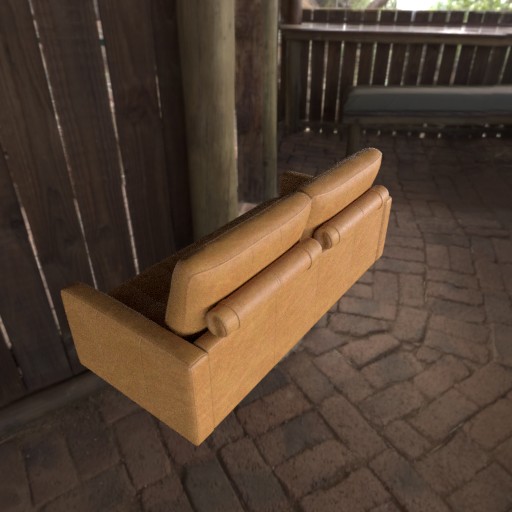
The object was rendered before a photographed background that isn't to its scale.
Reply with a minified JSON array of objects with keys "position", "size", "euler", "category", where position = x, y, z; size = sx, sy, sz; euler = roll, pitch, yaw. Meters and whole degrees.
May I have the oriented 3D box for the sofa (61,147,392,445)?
[{"position":[0.000,0.000,2.378],"size":[0.850,0.898,1.821],"euler":[21,37,31],"category":"sofa"}]
